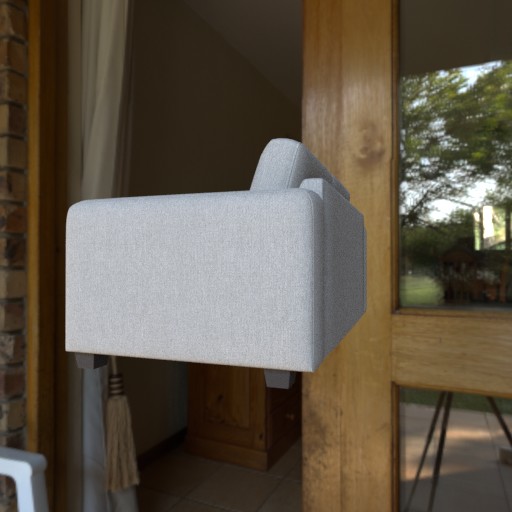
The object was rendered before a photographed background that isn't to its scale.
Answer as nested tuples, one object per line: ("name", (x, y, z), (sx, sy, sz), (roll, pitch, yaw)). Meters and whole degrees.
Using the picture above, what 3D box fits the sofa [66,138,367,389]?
("sofa", (0.000, 0.000, 2.110), (0.900, 0.800, 1.540), (0, 0, 19))
